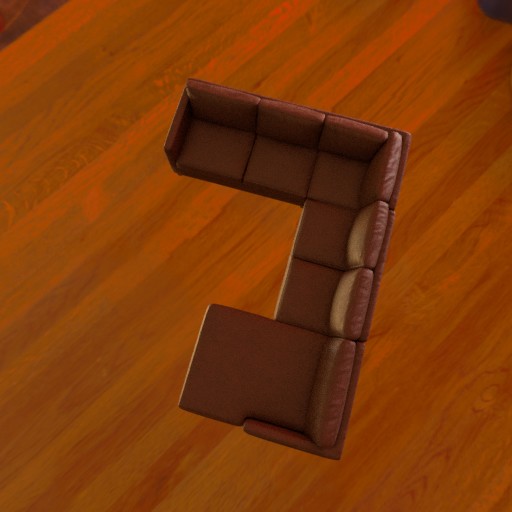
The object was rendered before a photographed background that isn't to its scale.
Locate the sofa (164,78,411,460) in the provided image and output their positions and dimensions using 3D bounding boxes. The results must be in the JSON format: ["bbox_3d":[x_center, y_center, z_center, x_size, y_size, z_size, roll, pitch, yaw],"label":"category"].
[{"bbox_3d":[0.000,0.000,4.756,2.593,0.923,3.460,15,77,4],"label":"sofa"}]
